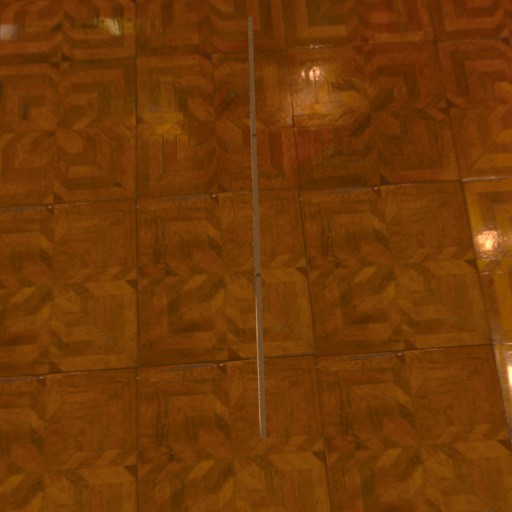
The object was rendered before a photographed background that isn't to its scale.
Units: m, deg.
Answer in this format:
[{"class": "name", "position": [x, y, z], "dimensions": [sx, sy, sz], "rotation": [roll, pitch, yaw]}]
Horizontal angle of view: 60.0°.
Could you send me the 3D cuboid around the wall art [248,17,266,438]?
[{"class": "wall art", "position": [0.000, 0.000, 1.808], "dimensions": [0.013, 1.216, 1.216], "rotation": [-2, 76, 0]}]
